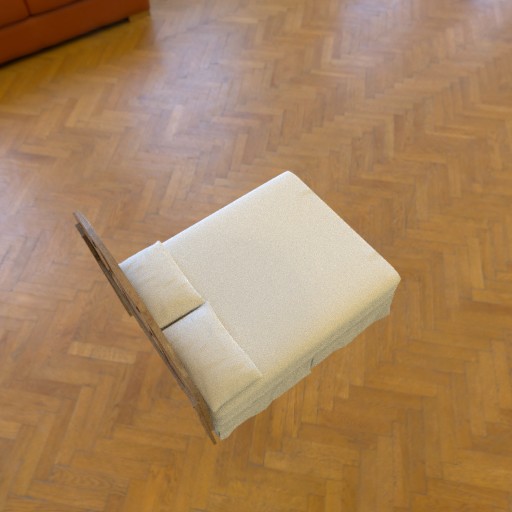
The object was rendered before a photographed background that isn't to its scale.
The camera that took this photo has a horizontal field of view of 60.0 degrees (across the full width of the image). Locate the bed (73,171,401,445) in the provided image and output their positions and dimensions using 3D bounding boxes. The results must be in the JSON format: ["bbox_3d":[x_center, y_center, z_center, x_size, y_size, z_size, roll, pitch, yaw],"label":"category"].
[{"bbox_3d":[0.000,0.000,3.589,2.112,2.002,1.713,-33,64,-18],"label":"bed"}]
